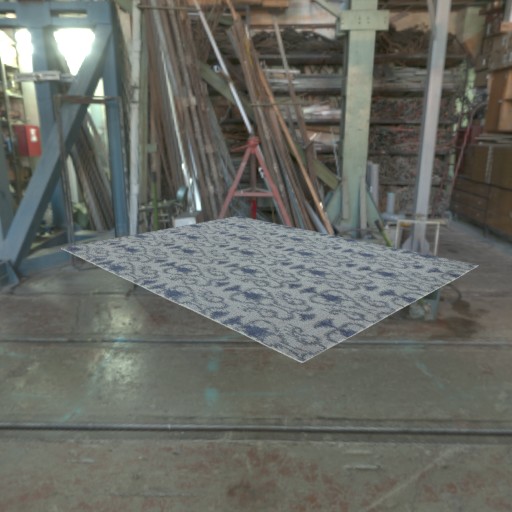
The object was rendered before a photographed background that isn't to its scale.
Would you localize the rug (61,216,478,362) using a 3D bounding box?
[{"bbox_3d":[0.000,0.000,4.228,2.437,0.015,3.205,-15,22,-42],"label":"rug"}]
